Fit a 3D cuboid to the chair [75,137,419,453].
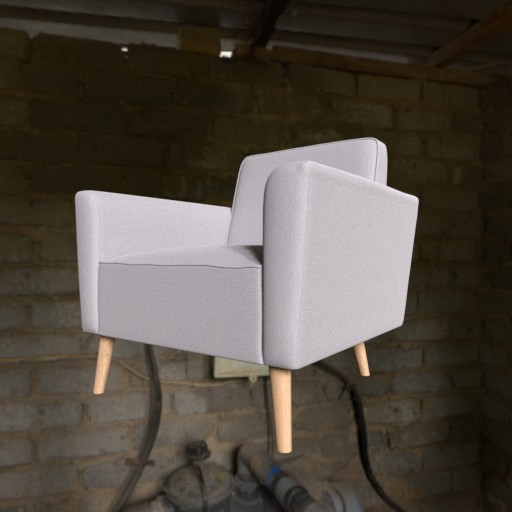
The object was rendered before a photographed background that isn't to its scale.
[{"bbox_3d":[0.000,0.000,1.351,0.780,0.780,0.750,0,1,36],"label":"chair"}]
